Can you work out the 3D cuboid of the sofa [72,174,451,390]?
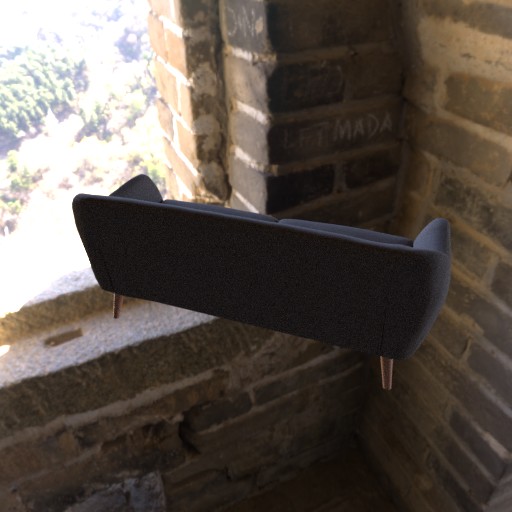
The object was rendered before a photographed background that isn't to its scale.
[{"bbox_3d":[0.000,0.000,2.295,1.840,0.820,0.820,11,34,17],"label":"sofa"}]
